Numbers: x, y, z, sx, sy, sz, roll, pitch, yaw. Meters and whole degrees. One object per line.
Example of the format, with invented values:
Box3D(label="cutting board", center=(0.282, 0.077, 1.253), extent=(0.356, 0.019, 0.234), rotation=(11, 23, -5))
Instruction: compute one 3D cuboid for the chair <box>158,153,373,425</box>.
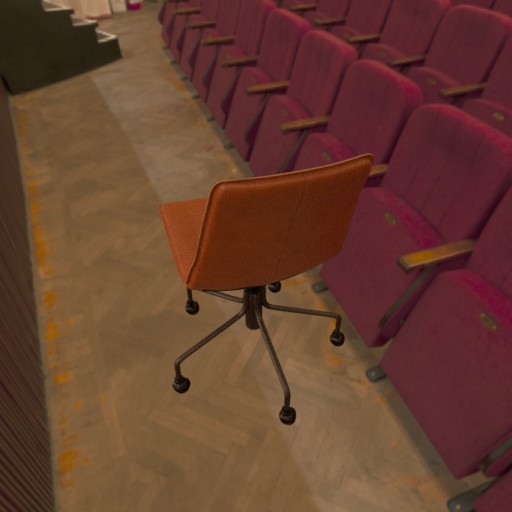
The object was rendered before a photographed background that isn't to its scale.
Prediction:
Box3D(label="chair", center=(0.000, 0.000, 1.349), extent=(0.651, 0.920, 0.660), rotation=(-13, 43, -14))
